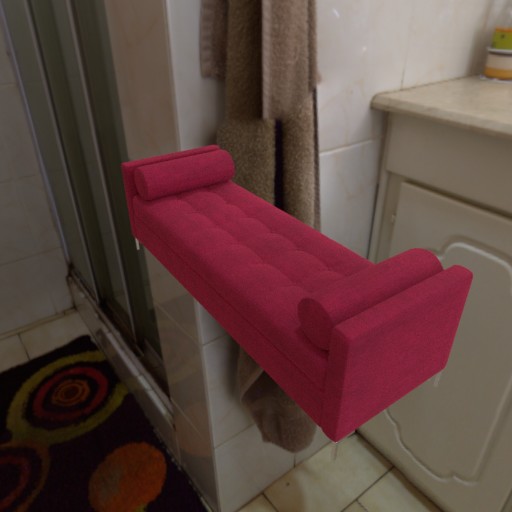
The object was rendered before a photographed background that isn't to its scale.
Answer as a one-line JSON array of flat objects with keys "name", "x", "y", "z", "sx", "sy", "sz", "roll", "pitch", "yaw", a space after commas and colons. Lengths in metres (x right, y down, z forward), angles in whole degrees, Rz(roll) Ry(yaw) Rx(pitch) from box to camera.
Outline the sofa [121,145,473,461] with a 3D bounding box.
[{"name": "sofa", "x": 0.000, "y": 0.000, "z": 2.386, "sx": 0.686, "sy": 0.635, "sz": 1.981, "roll": -20, "pitch": 37, "yaw": -29}]
